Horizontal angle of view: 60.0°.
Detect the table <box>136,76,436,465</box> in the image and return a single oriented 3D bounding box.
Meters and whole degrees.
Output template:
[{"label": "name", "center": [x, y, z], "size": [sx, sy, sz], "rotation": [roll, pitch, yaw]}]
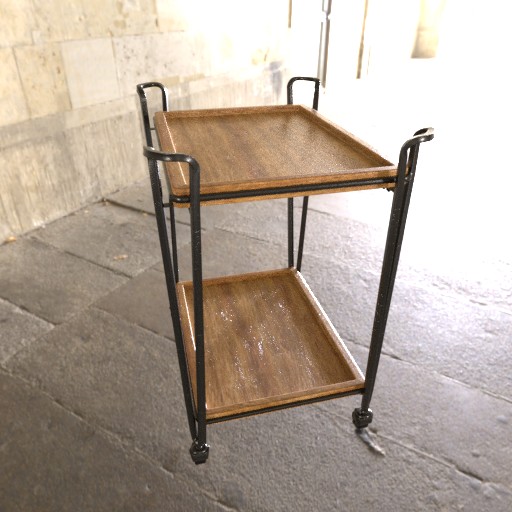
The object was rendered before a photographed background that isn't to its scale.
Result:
[{"label": "table", "center": [0.000, 0.000, 1.171], "size": [0.505, 0.785, 0.672], "rotation": [-7, 31, -12]}]
